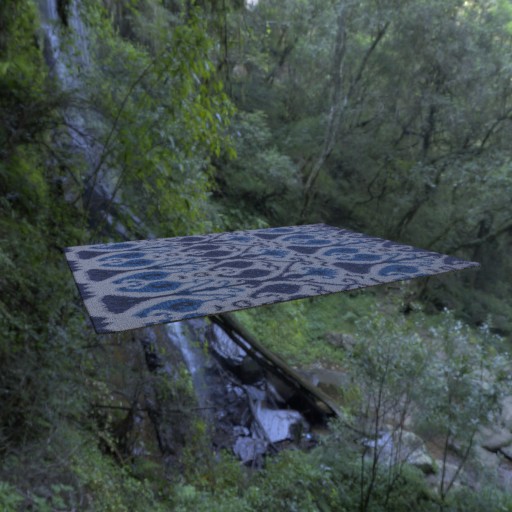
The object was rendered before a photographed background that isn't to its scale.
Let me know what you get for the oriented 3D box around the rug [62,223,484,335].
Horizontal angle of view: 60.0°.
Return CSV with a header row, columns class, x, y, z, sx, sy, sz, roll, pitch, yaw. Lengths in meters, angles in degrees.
class,x,y,z,sx,sy,sz,roll,pitch,yaw
rug,0.000,0.000,4.190,3.228,0.024,2.443,-7,15,-26
